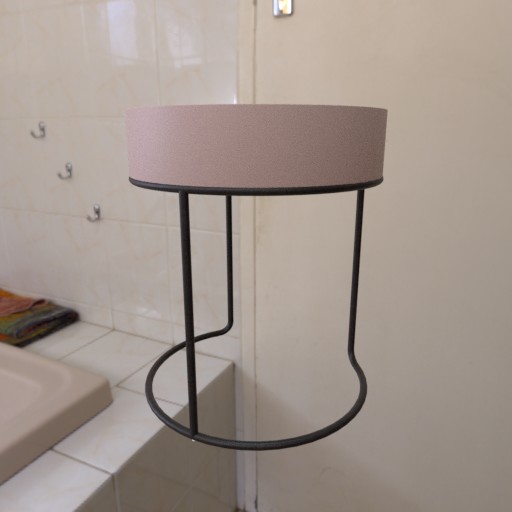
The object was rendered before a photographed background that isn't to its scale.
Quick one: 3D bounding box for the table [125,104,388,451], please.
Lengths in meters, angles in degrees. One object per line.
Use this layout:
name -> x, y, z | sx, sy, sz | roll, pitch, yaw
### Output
table -> 0.000, 0.000, 0.854 | 0.450, 0.530, 0.450 | 0, 16, 0
